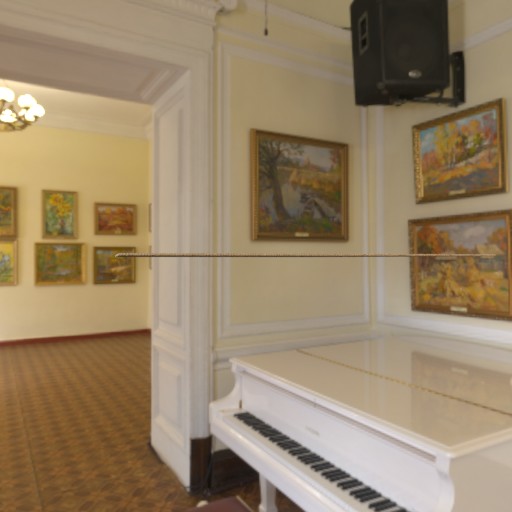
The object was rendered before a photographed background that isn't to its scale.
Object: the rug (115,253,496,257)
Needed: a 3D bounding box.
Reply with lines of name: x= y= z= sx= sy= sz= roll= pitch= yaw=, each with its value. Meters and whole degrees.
rug: x=0.000 y=0.000 z=4.083 sx=2.471 sy=0.012 sz=3.034 roll=0 pitch=0 yaw=-18
